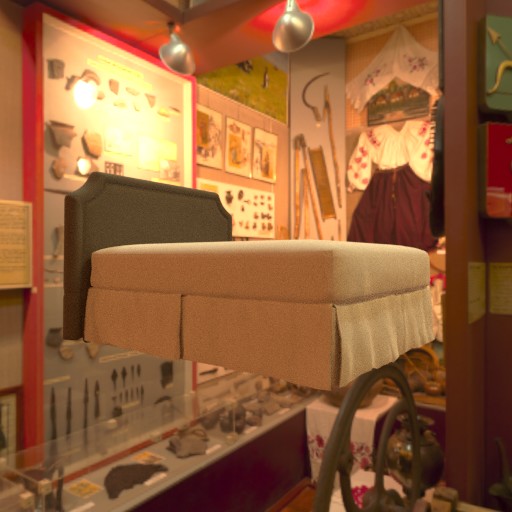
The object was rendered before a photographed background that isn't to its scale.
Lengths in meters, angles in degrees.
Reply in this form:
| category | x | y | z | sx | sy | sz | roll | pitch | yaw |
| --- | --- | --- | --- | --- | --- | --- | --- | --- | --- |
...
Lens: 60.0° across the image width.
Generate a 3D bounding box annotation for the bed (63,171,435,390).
| category | x | y | z | sx | sy | sz | roll | pitch | yaw |
| --- | --- | --- | --- | --- | --- | --- | --- | --- | --- |
| bed | 0.000 | 0.000 | 3.312 | 2.181 | 1.297 | 1.831 | 0 | 0 | 36 |
